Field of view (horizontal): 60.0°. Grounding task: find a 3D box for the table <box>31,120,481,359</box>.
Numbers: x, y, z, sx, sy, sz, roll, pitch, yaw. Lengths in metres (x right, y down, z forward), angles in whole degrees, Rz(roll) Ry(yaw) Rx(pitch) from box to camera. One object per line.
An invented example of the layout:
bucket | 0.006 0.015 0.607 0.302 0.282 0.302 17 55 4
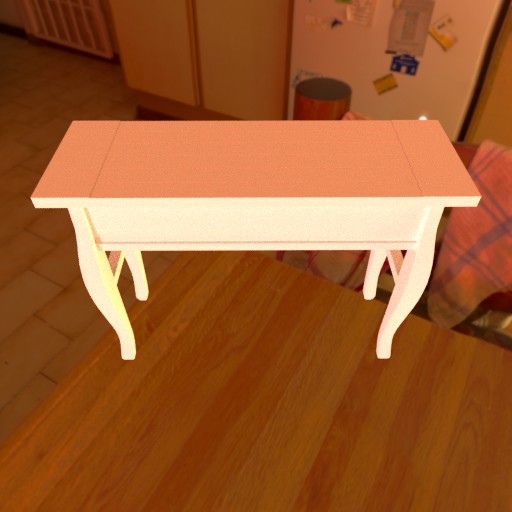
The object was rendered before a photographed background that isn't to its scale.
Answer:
table | 0.000 0.000 1.443 1.062 0.768 0.373 0 46 0
